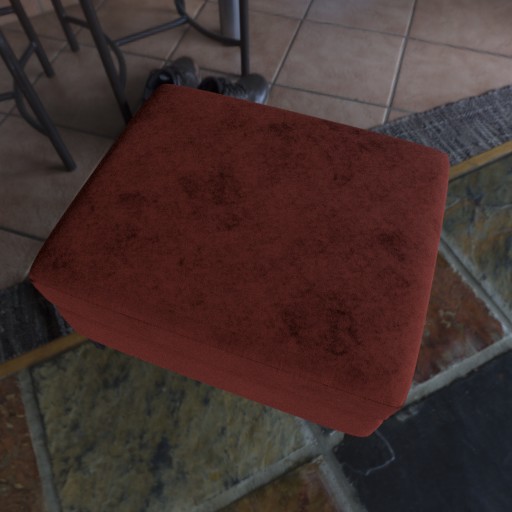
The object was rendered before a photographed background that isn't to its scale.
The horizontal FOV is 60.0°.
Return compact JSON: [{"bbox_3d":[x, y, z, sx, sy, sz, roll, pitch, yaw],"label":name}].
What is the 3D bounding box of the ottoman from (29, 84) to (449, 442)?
[{"bbox_3d":[0.000,0.000,1.133,0.782,0.462,0.650,17,61,10],"label":"ottoman"}]
